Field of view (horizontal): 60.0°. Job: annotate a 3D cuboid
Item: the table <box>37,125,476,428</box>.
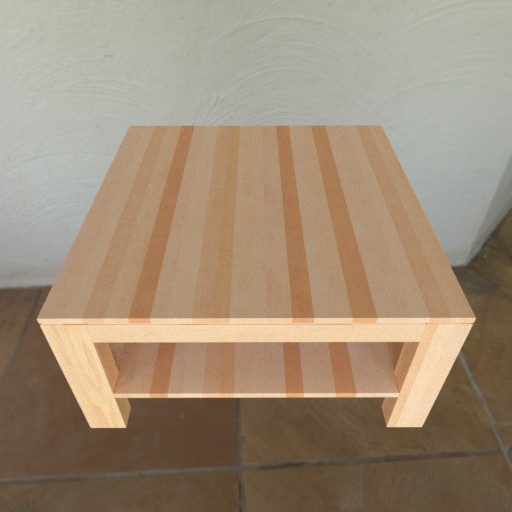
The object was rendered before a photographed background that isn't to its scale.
[{"bbox_3d":[0.000,0.000,1.393,0.900,0.450,0.900,0,41,0],"label":"table"}]
